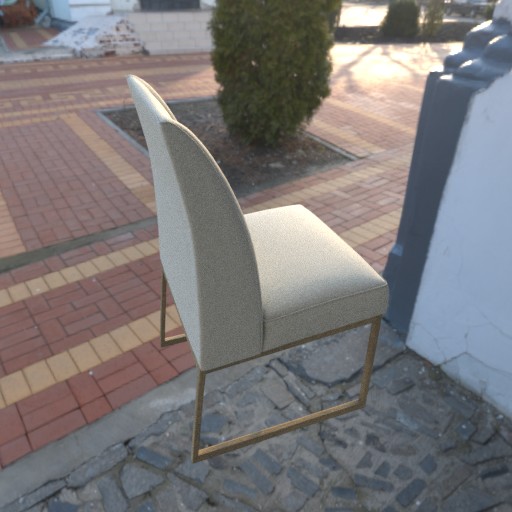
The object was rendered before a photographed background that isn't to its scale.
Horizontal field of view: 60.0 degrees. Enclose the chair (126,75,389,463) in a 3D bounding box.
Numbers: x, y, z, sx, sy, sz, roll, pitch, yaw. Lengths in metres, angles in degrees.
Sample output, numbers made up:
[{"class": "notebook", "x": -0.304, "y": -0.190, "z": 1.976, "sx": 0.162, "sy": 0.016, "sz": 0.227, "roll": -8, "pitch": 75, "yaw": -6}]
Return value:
[{"class": "chair", "x": 0.000, "y": 0.000, "z": 1.175, "sx": 0.522, "sy": 0.863, "sz": 0.508, "roll": -11, "pitch": 33, "yaw": -17}]
